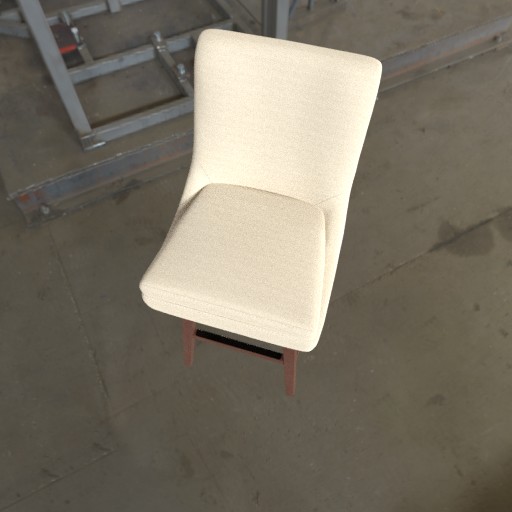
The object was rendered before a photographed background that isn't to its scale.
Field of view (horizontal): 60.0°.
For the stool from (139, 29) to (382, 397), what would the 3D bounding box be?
[{"bbox_3d":[0.000,0.000,1.357,0.483,1.093,0.559,14,60,8],"label":"stool"}]
